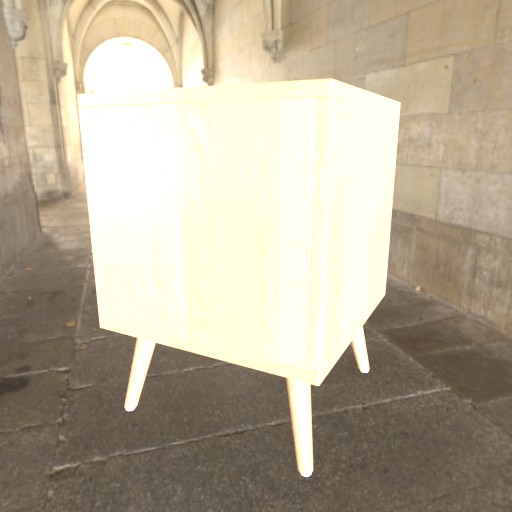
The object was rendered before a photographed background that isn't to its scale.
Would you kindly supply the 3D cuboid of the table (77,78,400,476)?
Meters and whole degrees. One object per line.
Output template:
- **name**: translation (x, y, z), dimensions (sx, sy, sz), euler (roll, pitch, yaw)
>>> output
- **table**: translation (0.000, 0.000, 0.819), dimensions (0.400, 0.550, 0.400), euler (8, 17, 27)
